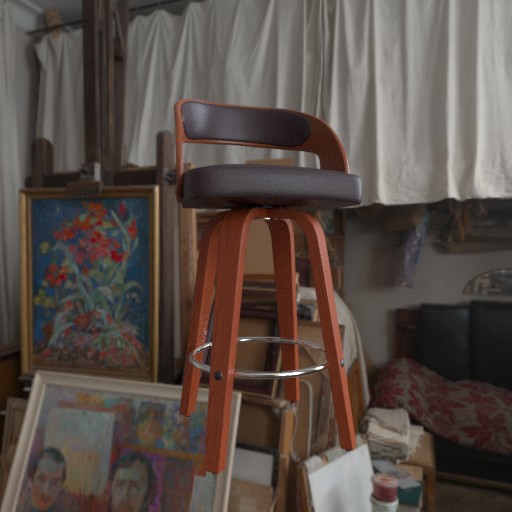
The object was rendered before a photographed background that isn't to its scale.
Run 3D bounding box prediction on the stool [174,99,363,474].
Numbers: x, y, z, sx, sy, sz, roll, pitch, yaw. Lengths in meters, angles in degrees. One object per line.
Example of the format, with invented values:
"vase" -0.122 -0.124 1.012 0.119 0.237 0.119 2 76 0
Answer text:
"stool" 0.000 0.000 1.202 0.457 0.940 0.457 -1 2 -19
